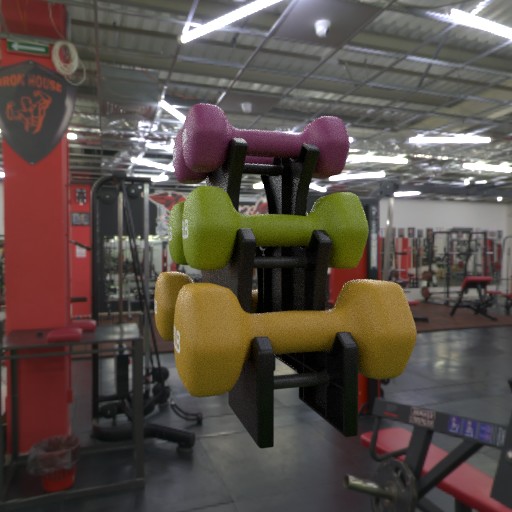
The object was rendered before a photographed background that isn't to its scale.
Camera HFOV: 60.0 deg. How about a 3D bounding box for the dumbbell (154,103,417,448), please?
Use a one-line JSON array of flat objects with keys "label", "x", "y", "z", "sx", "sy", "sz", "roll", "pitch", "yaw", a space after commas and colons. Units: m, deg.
[{"label": "dumbbell", "x": 0.000, "y": 0.000, "z": 0.459, "sx": 0.190, "sy": 0.271, "sz": 0.300, "roll": 0, "pitch": 1, "yaw": -17}]
